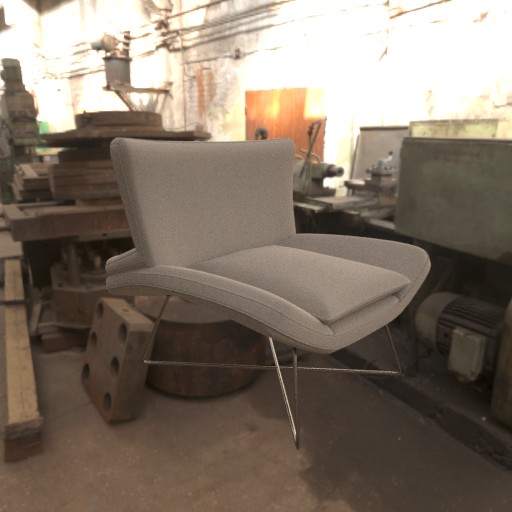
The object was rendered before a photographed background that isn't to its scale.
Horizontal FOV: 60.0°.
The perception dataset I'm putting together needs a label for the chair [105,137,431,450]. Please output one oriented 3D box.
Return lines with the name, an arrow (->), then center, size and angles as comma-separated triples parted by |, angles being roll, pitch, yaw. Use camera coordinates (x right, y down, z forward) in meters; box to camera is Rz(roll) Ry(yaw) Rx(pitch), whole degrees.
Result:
chair -> 0.000, 0.000, 1.655 | 0.859, 0.855, 1.008 | -14, 21, -43
